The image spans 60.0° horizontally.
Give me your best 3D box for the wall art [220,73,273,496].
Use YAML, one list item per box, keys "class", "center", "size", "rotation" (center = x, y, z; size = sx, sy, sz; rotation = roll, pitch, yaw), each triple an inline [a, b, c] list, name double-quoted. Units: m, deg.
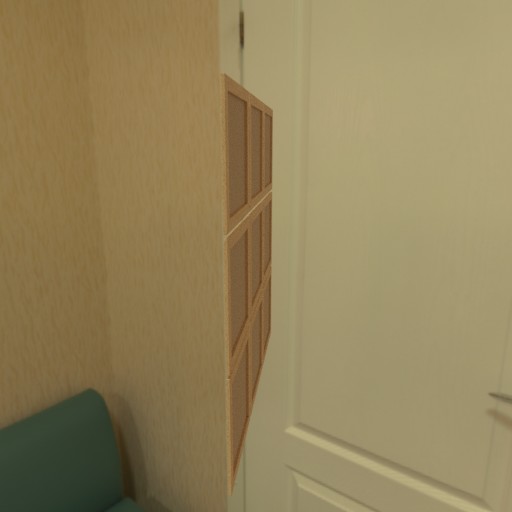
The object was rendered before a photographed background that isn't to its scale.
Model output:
- class: "wall art"
  center: [0.000, 0.000, 2.237]
  size: [0.014, 1.507, 1.519]
  rotation: [2, 14, 7]
